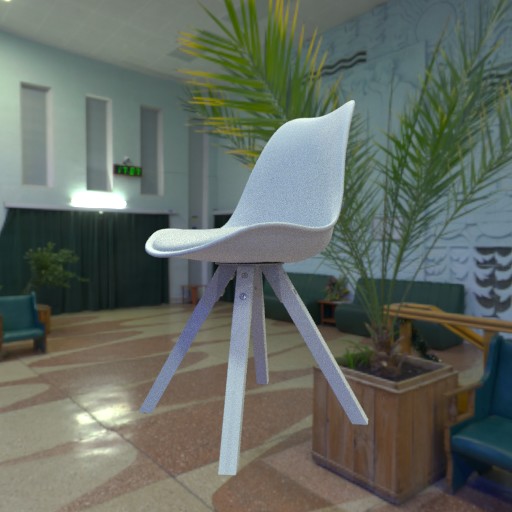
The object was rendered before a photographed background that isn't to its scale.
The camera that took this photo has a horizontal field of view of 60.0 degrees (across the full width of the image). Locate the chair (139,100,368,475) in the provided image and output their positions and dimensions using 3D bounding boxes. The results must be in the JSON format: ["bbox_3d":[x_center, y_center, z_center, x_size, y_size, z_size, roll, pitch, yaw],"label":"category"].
[{"bbox_3d":[0.000,0.000,1.170,0.550,0.850,0.485,-1,2,-37],"label":"chair"}]
